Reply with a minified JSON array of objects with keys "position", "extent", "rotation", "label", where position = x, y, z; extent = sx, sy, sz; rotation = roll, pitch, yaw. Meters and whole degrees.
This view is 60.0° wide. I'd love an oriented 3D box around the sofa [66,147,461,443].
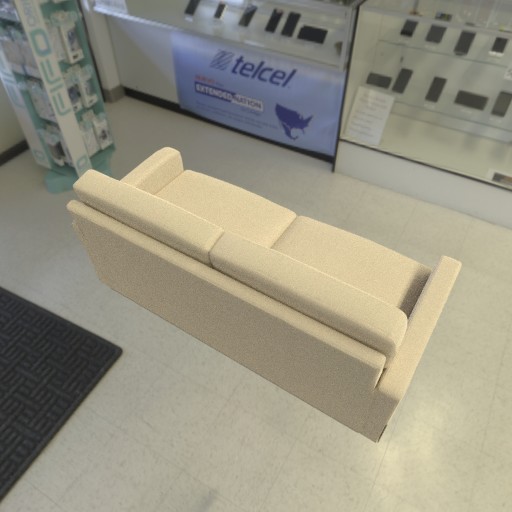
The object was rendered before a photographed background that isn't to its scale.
[{"position":[0.000,0.000,2.279],"extent":[1.808,0.831,0.894],"rotation":[25,51,22],"label":"sofa"}]
